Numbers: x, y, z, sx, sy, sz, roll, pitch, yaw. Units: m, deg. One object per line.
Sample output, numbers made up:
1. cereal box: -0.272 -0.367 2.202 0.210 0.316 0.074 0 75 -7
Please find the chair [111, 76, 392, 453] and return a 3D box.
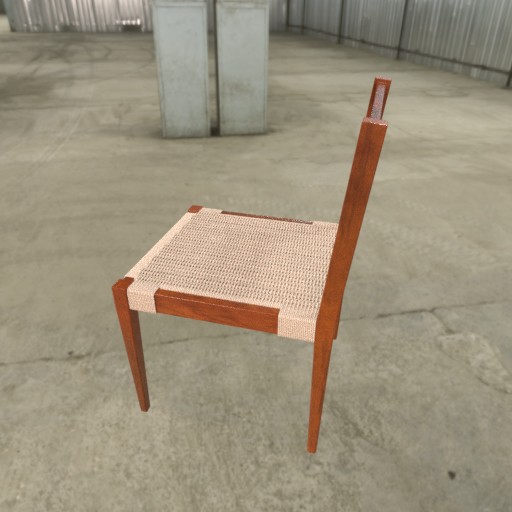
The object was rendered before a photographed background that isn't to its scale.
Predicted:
1. chair: 0.000 0.000 1.183 0.569 0.851 0.495 8 31 13
